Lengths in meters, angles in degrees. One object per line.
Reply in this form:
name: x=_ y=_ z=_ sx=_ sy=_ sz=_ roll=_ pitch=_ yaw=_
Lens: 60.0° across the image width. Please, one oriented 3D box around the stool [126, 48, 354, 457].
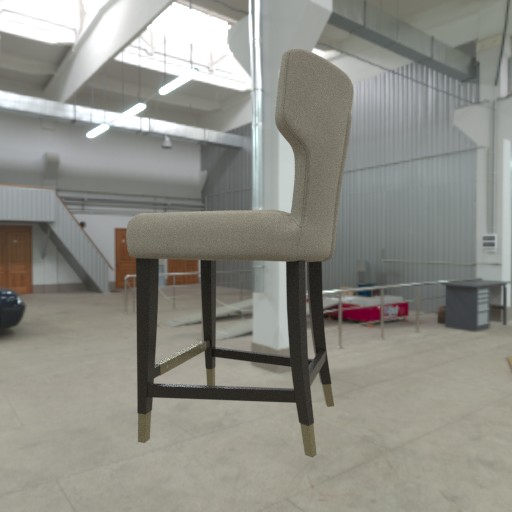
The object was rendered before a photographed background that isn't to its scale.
stool: x=0.000 y=0.000 z=1.320 sx=0.563 sy=0.982 sz=0.527 roll=0 pitch=1 yaw=17
